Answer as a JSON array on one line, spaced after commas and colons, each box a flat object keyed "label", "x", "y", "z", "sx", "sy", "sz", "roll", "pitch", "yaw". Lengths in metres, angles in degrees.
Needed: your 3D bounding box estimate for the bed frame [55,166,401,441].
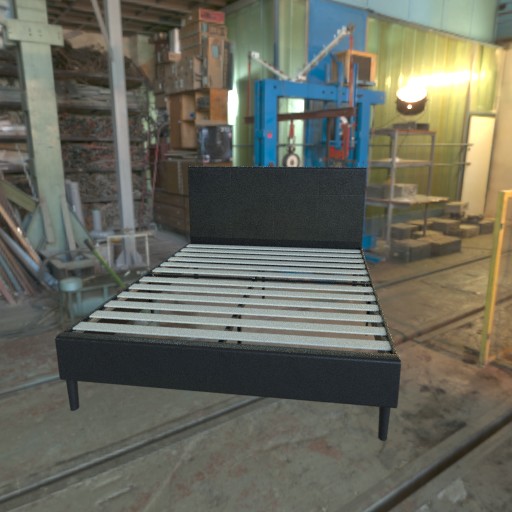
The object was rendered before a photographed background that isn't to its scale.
[{"label": "bed frame", "x": 0.000, "y": 0.000, "z": 3.109, "sx": 1.634, "sy": 1.127, "sz": 2.318, "roll": 2, "pitch": 14, "yaw": 9}]
